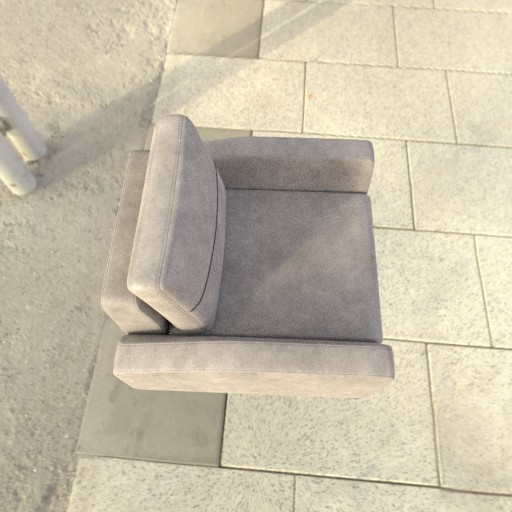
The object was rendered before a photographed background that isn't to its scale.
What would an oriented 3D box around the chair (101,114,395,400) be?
[{"bbox_3d":[0.000,0.000,1.612,0.900,0.800,0.900,2,64,1],"label":"chair"}]
